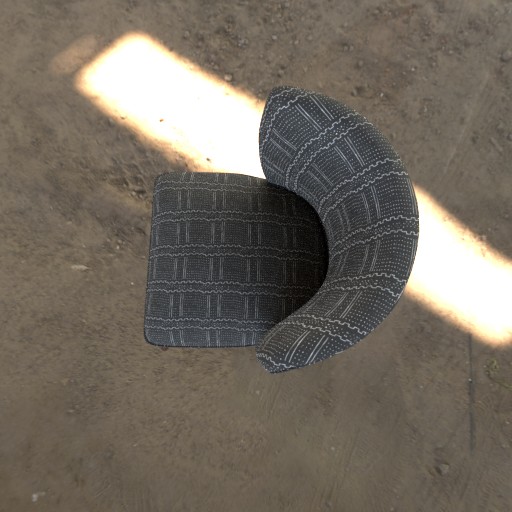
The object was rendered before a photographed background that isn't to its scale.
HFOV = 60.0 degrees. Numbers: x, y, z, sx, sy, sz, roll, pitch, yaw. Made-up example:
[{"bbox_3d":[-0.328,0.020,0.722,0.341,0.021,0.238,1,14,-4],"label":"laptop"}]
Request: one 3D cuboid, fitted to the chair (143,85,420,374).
[{"bbox_3d":[0.000,0.000,1.428,0.758,0.866,0.710,1,77,0],"label":"chair"}]
